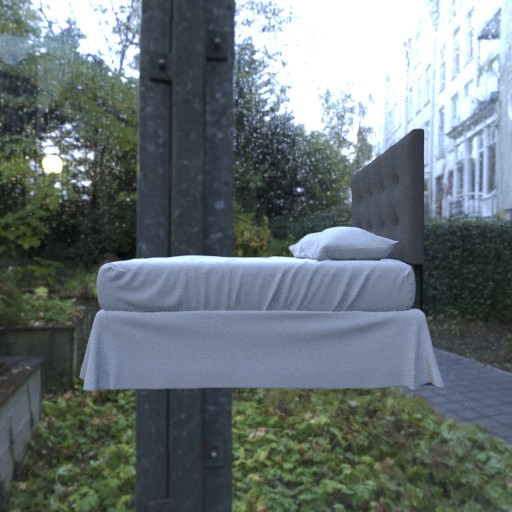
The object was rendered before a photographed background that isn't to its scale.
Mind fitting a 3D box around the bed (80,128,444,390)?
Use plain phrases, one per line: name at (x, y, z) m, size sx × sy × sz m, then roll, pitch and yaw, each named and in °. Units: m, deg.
bed at (0.000, 0.000, 3.498) m, size 2.222 × 1.577 × 1.936 m, roll 0°, pitch 0°, yaw -1°
